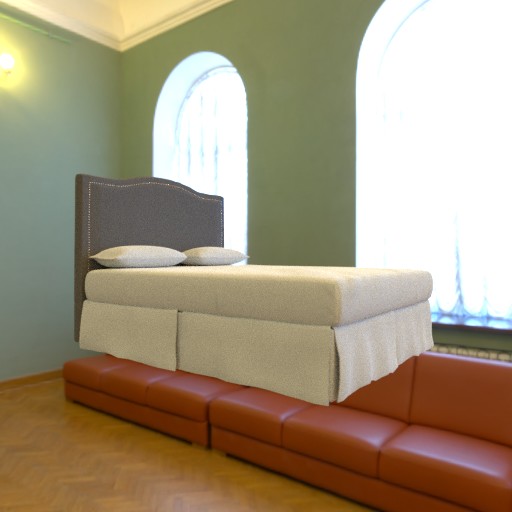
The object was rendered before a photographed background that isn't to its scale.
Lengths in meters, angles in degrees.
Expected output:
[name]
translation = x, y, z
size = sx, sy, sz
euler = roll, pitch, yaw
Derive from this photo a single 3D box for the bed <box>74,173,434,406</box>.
[bed]
translation = 0.000, 0.000, 3.472
size = 2.282, 1.436, 1.821
euler = 0, 0, 36
